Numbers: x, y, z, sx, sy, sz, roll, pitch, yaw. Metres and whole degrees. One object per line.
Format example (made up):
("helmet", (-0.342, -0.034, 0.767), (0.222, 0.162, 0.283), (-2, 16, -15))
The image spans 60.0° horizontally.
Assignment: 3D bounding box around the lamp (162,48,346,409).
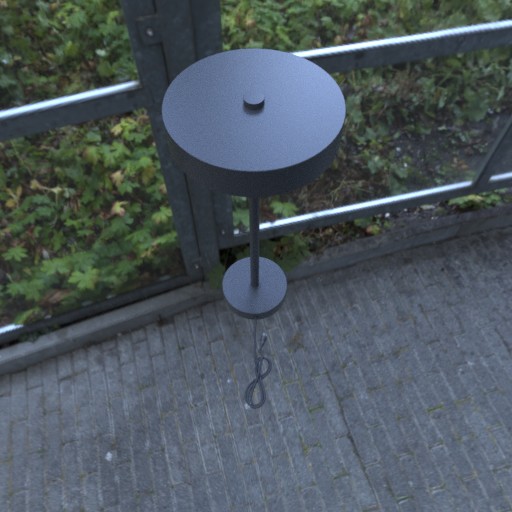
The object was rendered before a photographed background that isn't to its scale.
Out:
("lamp", (0.000, 0.000, 0.721), (0.229, 0.508, 0.369), (-2, 58, -1))
